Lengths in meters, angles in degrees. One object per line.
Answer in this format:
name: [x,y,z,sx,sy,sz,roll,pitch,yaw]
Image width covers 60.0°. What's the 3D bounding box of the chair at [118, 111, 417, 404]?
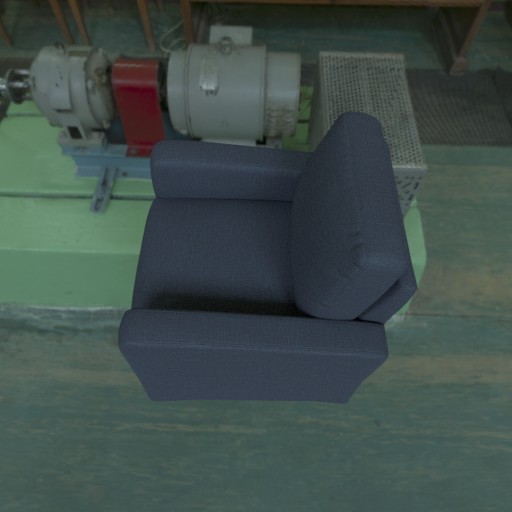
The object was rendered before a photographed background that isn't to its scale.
chair: [0.000,0.000,1.538,0.863,0.855,0.798,1,58,0]
